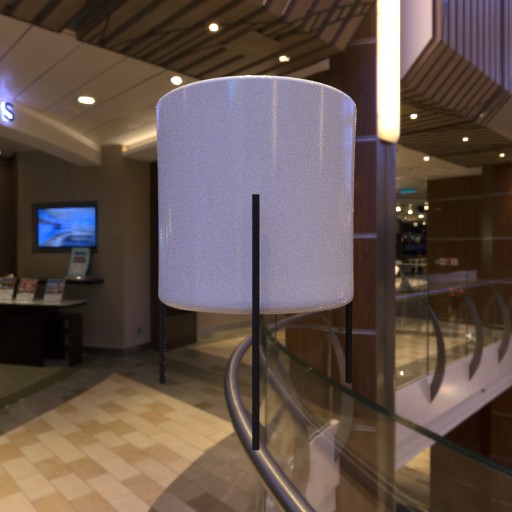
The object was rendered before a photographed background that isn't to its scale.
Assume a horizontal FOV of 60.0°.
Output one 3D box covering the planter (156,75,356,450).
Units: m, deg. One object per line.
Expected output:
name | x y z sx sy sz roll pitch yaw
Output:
planter | 0.000 0.000 0.729 0.360 0.480 0.361 0 1 0
